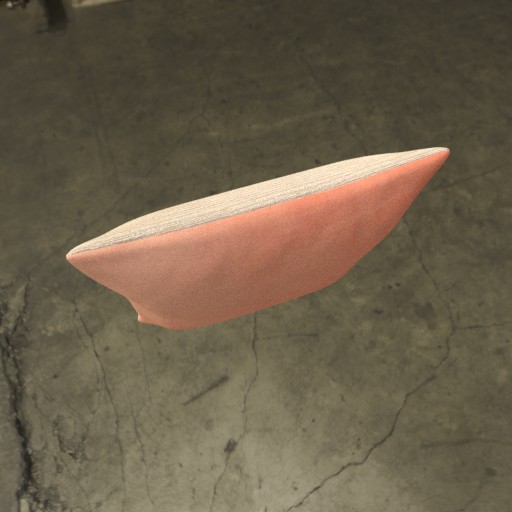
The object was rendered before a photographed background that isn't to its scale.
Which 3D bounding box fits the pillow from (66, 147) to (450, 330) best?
[{"bbox_3d":[0.000,0.000,0.655,0.424,0.401,0.177,-17,60,-10],"label":"pillow"}]
